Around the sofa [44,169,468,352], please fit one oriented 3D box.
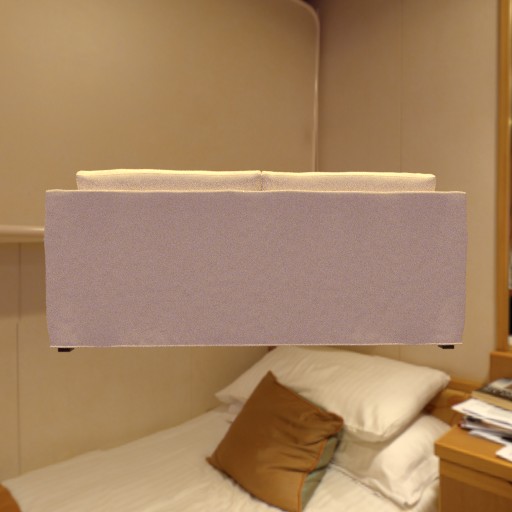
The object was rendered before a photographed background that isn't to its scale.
[{"bbox_3d":[0.000,0.000,2.498,1.987,0.870,0.940,0,1,-2],"label":"sofa"}]
